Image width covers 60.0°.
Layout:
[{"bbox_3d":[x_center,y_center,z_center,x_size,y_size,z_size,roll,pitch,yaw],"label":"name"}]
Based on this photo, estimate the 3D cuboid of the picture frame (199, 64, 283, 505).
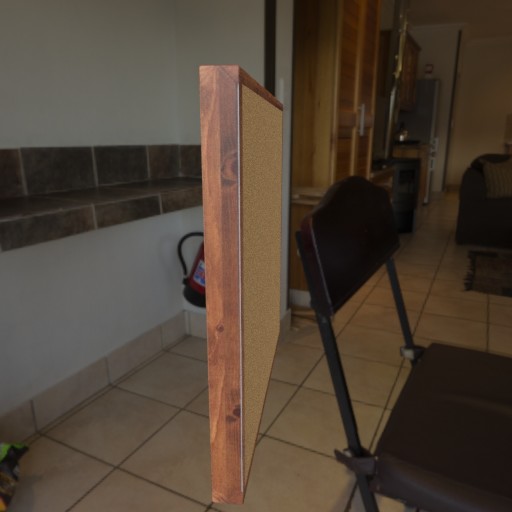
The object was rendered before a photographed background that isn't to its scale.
[{"bbox_3d":[0.000,0.000,0.510,0.028,0.356,0.352,2,15,8],"label":"picture frame"}]
